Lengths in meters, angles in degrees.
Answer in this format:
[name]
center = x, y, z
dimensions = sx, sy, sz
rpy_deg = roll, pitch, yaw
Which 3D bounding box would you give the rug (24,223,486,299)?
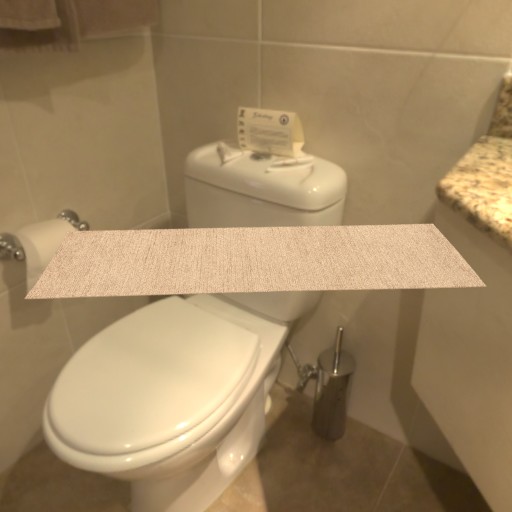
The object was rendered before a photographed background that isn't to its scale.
[rug]
center = 0.000, 0.000, 2.531
dimensions = 2.346, 0.013, 0.712
rpy_deg = -1, 31, -2
